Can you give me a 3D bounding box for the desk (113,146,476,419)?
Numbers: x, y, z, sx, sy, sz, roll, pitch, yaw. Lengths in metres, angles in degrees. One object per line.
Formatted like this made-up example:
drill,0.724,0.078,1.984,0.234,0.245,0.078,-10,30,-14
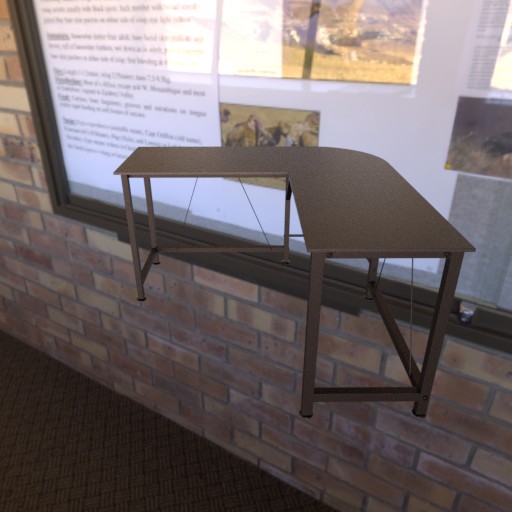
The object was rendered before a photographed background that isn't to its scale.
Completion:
desk,0.000,0.000,2.211,1.400,0.762,1.400,0,27,0
